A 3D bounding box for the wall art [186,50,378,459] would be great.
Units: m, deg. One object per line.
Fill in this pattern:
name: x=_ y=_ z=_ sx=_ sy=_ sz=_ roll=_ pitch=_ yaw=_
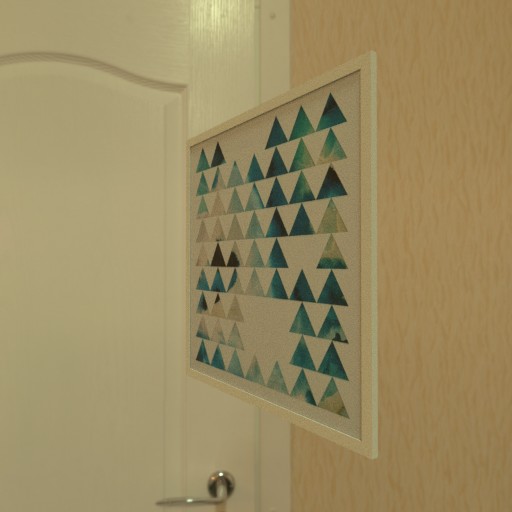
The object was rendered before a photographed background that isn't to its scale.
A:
wall art: x=0.000 y=0.000 z=0.833 sx=0.012 sy=0.557 sz=0.557 roll=1 pitch=-1 yaw=-36
